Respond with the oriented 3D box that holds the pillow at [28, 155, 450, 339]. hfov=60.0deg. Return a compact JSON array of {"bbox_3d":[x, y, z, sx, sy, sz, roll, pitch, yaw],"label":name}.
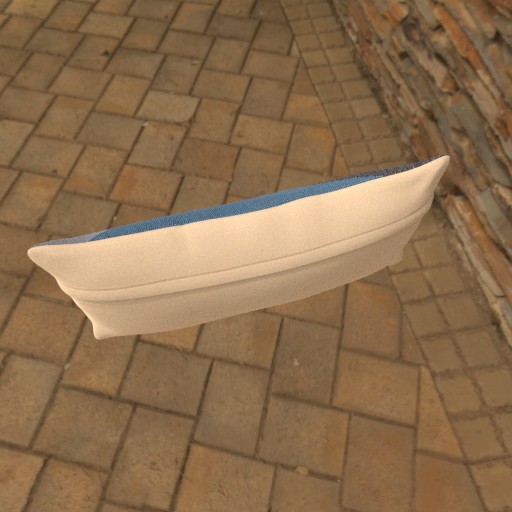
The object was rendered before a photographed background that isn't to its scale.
[{"bbox_3d":[0.000,0.000,0.725,0.604,0.307,0.148,-14,60,-8],"label":"pillow"}]
